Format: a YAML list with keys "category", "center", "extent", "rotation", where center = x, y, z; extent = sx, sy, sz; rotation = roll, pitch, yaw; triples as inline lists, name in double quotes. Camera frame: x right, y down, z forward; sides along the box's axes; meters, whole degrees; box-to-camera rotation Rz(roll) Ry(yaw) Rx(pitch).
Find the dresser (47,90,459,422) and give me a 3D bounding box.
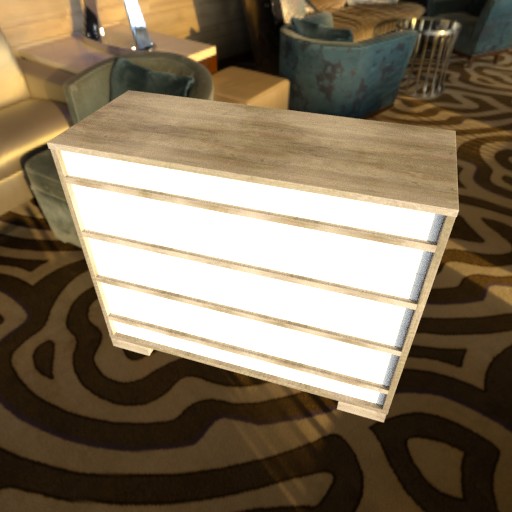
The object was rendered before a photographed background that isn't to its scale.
- category: "dresser"
  center: [0.000, 0.000, 1.421]
  extent: [0.994, 0.816, 0.404]
  rotation: [12, 41, 14]
